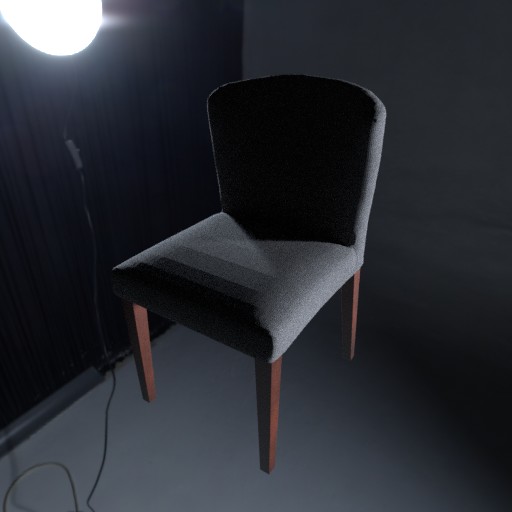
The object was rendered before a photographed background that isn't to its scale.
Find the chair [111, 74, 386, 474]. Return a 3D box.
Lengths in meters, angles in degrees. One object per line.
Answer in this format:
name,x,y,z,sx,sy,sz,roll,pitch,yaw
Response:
chair,0.000,0.000,1.175,0.491,0.839,0.589,18,34,29
